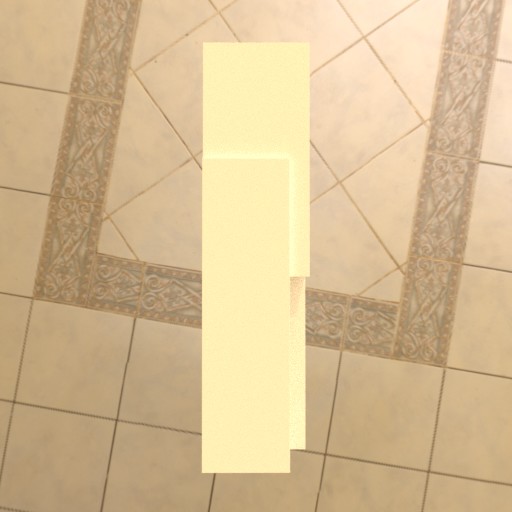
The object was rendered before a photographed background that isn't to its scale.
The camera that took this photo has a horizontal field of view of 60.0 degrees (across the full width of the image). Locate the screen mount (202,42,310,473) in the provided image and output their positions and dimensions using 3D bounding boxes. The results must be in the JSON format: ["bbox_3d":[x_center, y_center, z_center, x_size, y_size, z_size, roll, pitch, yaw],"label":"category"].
[{"bbox_3d":[0.000,0.000,1.881,0.420,0.320,1.680,0,89,0],"label":"screen mount"}]
